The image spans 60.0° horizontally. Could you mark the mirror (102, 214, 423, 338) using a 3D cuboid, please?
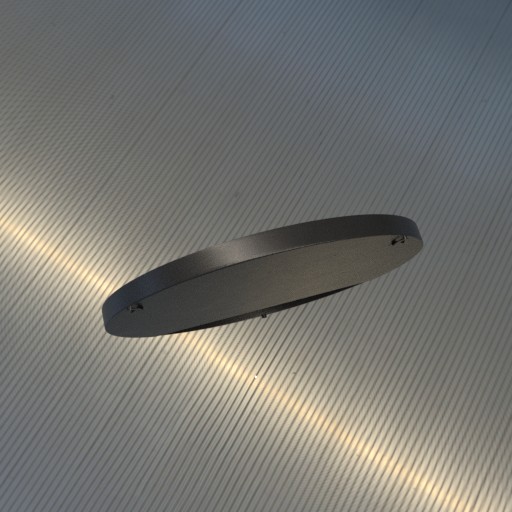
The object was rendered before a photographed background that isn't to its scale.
[{"bbox_3d":[0.000,0.000,0.668,0.457,0.457,0.133,-14,75,-4],"label":"mirror"}]
